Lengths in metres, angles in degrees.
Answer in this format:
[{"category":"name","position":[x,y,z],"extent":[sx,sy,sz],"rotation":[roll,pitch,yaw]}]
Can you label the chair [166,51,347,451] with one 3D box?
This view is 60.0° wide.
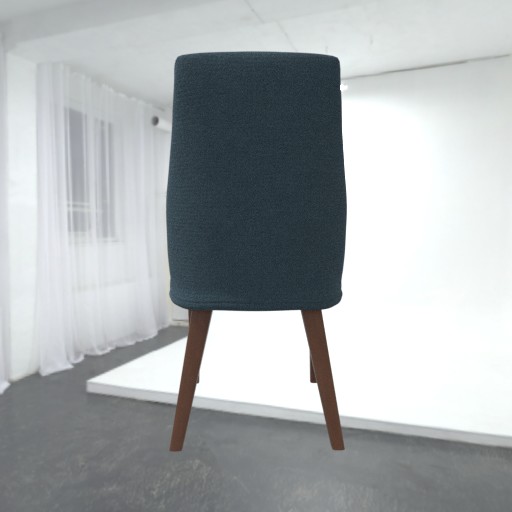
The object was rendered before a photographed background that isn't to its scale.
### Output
[{"category":"chair","position":[0.000,0.000,1.272],"extent":[0.500,0.930,0.620],"rotation":[0,2,-1]}]
